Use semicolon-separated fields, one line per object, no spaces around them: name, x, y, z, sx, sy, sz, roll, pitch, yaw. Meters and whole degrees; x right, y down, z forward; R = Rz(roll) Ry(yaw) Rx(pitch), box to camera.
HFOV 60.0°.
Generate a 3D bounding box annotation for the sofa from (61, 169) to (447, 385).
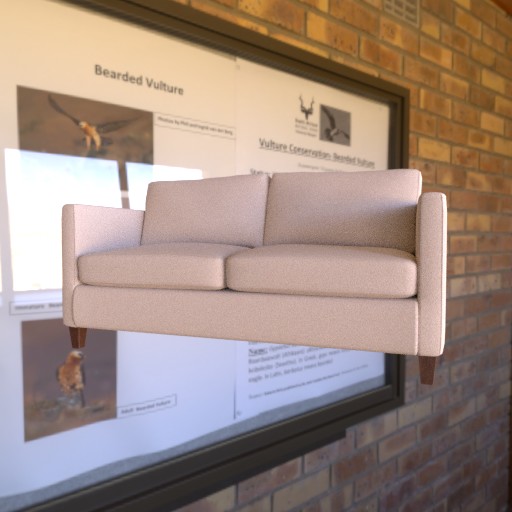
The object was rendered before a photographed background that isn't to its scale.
sofa;0.000;0.000;2.232;1.722;0.888;0.873;1;3;19
